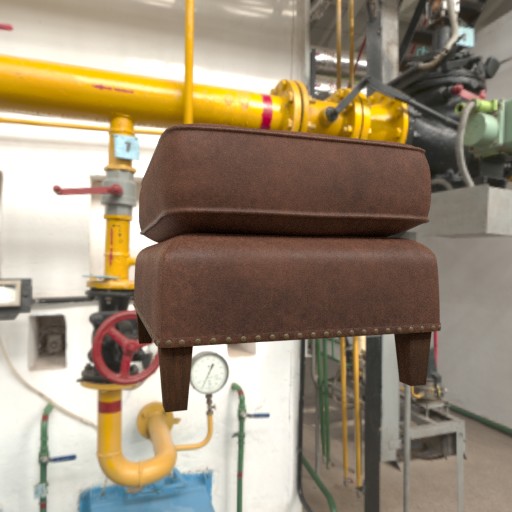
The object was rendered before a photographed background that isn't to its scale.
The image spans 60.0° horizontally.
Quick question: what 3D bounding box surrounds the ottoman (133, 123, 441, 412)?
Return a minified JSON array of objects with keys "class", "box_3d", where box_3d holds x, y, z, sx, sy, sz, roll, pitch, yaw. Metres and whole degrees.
[{"class":"ottoman","box_3d":[0.000,0.000,1.163,0.589,0.537,0.738,0,-1,-18]}]
